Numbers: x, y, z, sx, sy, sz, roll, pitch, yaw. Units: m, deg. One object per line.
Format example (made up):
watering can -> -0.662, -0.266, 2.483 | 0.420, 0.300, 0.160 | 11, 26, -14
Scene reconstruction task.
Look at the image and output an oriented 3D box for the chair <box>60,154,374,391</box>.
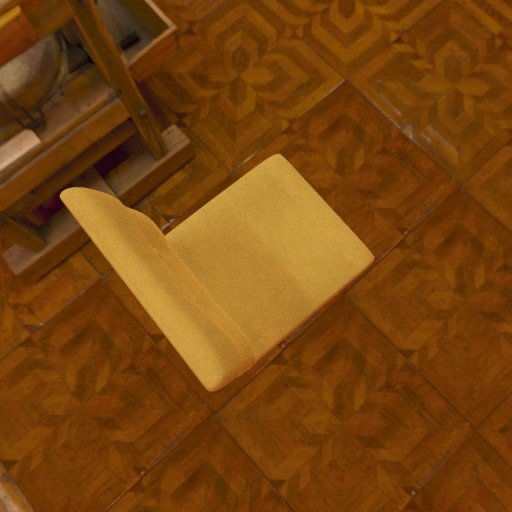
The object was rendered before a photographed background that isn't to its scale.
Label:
chair -> 0.000, 0.000, 1.245 | 0.550, 0.965, 0.450 | -39, 79, -9
